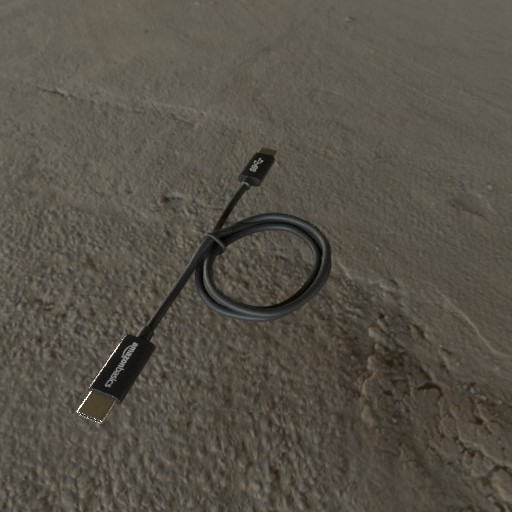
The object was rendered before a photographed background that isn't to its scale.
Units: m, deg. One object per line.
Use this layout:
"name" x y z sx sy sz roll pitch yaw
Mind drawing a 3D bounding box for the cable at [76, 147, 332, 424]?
"cable" 0.000 0.000 0.209 0.070 0.014 0.186 15 47 14
